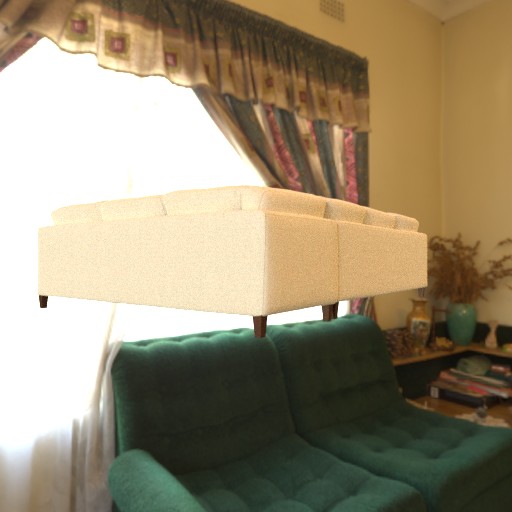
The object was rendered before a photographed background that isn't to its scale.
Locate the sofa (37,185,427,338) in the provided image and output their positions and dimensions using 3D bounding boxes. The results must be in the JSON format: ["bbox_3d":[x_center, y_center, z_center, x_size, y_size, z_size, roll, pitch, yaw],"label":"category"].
[{"bbox_3d":[0.000,0.000,4.565,2.593,0.947,3.302,0,0,37],"label":"sofa"}]
